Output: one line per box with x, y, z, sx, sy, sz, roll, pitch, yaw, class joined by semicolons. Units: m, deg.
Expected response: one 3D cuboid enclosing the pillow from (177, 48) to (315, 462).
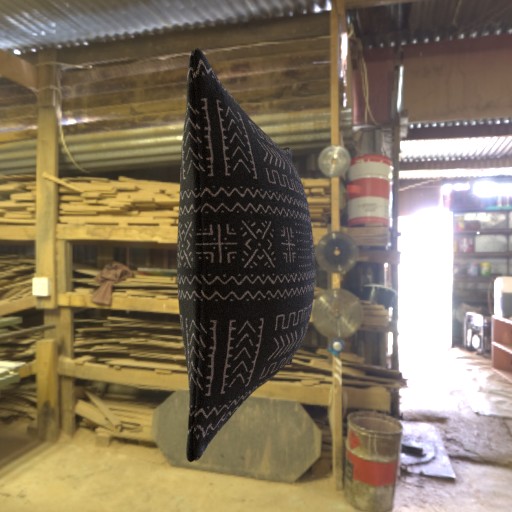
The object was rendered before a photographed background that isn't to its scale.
0.000;0.000;0.662;0.164;0.430;0.438;0;0;17;pillow
